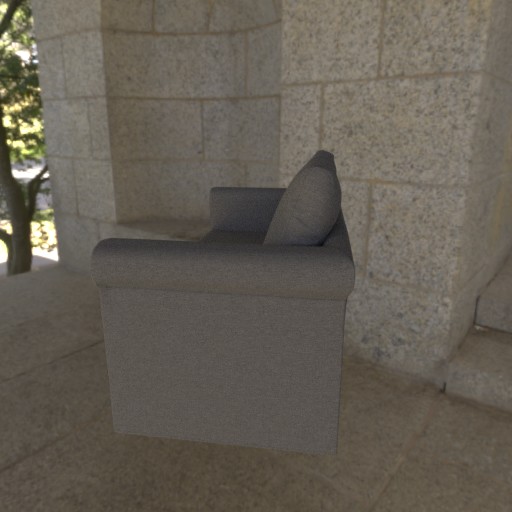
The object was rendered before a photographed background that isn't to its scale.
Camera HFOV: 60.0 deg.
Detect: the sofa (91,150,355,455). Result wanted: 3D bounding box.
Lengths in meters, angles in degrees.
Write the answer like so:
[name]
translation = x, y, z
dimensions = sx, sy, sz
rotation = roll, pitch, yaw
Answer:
[sofa]
translation = 0.000, 0.000, 1.929
dimensions = 0.741, 0.872, 1.460
rotation = 2, 16, 8
